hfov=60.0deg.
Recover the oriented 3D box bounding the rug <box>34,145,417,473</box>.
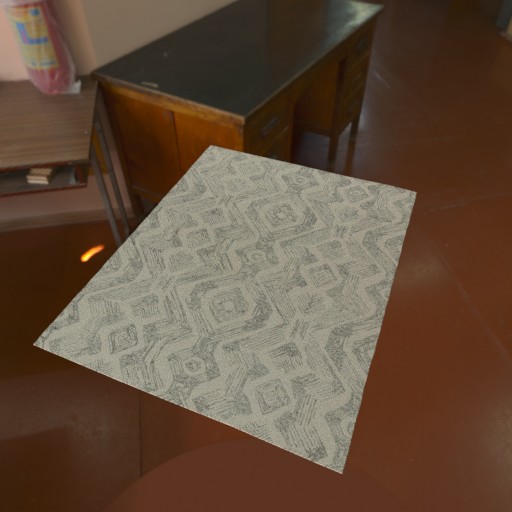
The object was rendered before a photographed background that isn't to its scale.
[{"bbox_3d":[0.000,0.000,4.041,2.430,0.030,3.054,17,48,15],"label":"rug"}]
